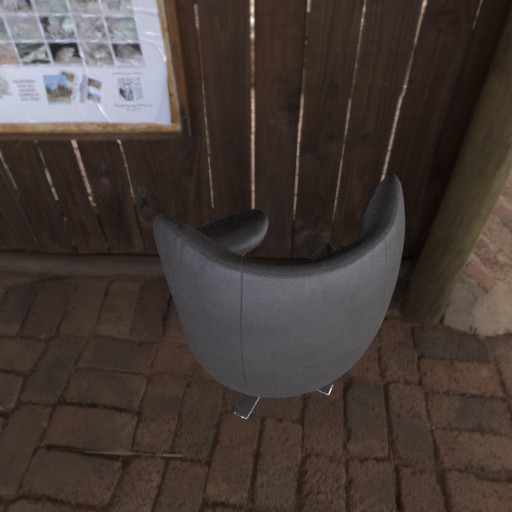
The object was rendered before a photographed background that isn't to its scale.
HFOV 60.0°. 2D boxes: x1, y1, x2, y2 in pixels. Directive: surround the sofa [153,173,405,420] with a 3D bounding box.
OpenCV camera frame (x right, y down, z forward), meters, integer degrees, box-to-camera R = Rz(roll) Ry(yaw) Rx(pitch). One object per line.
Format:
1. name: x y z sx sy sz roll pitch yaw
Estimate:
1. sofa: 0.000 0.000 2.095 0.894 1.135 1.444 -12 44 -13
